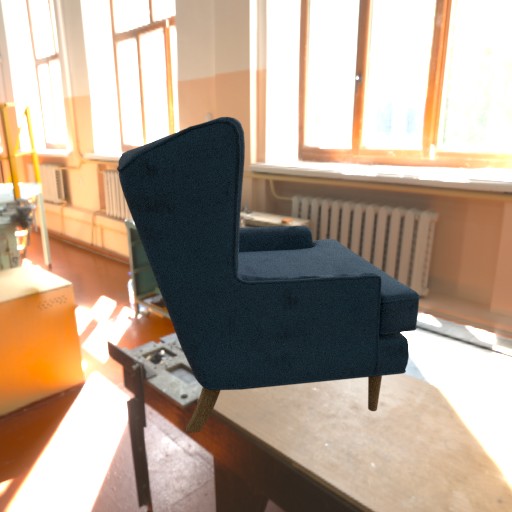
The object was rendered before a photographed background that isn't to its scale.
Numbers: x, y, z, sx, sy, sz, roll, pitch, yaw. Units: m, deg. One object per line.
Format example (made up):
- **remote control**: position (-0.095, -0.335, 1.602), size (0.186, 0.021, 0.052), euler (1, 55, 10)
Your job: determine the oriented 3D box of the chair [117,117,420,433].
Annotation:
- **chair**: position (0.000, 0.000, 1.635), size (0.910, 0.952, 0.793), euler (-3, 16, -10)
